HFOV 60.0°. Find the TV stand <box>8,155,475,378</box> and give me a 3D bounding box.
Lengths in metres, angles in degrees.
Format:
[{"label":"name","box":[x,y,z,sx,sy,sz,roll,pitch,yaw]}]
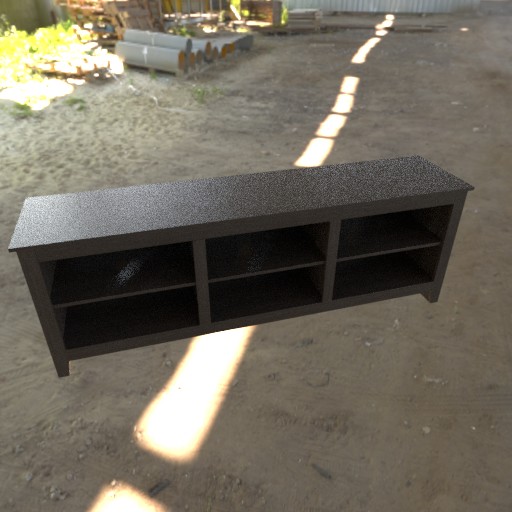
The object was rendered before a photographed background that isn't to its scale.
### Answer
[{"label":"TV stand","box":[0.000,0.000,1.961,1.778,0.610,0.406,-9,33,-14]}]
